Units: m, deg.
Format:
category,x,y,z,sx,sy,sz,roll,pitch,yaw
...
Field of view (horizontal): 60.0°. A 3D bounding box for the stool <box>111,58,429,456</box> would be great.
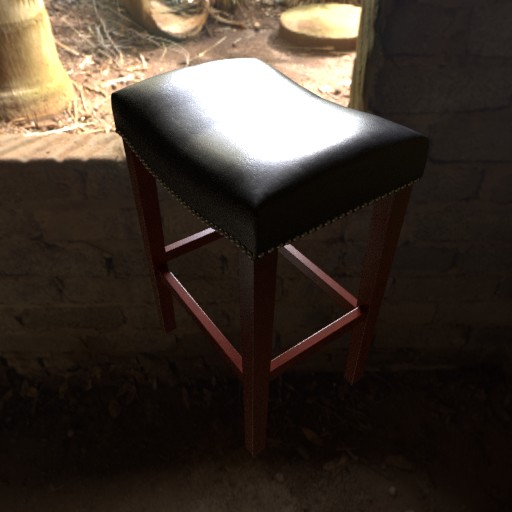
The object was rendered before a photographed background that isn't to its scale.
category,x,y,z,sx,sy,sz,roll,pitch,yaw
stool,0.000,0.000,1.028,0.372,0.742,0.504,-26,48,-26
